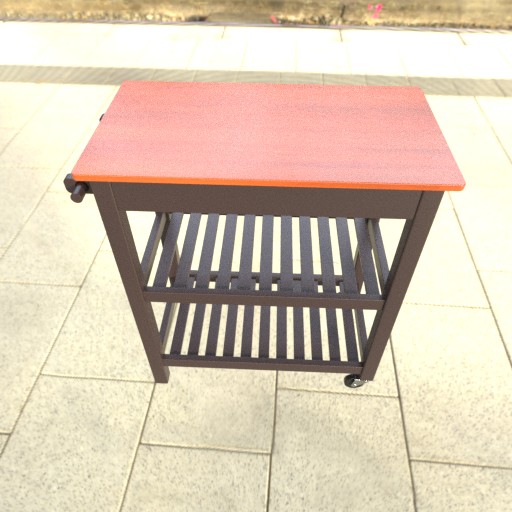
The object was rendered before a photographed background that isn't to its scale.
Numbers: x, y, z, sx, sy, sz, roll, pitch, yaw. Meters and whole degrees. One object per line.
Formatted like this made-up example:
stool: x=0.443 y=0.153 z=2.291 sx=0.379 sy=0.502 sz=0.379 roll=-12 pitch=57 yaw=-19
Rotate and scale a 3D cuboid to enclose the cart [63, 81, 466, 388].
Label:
cart: x=0.000 y=0.000 z=1.422 sx=0.899 sy=0.927 sz=0.457 roll=2 pitch=46 yaw=2
